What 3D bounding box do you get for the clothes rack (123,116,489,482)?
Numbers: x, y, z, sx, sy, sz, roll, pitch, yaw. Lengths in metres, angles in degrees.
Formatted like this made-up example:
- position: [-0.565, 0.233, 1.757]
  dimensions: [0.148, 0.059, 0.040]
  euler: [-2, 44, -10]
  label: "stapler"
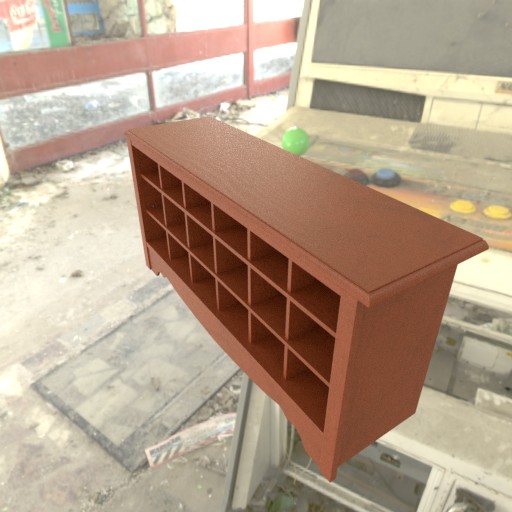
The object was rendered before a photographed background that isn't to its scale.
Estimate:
- position: [0.000, 0.000, 1.453]
  dimensions: [0.362, 0.594, 1.251]
  euler: [-19, 37, -28]
  label: "clothes rack"
